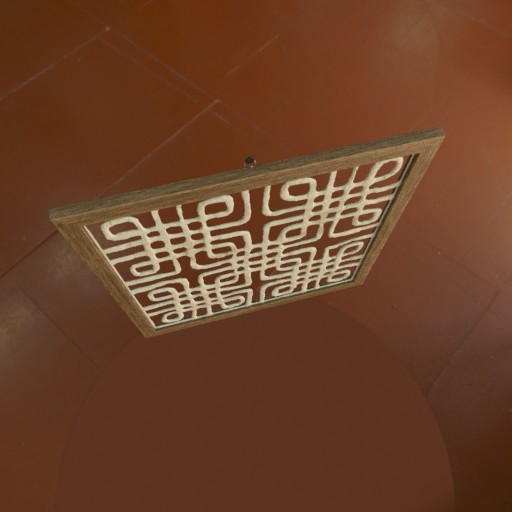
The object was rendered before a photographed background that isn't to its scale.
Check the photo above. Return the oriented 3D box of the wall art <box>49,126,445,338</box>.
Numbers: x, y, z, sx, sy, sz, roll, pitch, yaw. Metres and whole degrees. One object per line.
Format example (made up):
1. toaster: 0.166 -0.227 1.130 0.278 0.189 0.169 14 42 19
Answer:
1. wall art: 0.000 0.000 0.853 0.561 0.582 0.021 -13 65 -6
